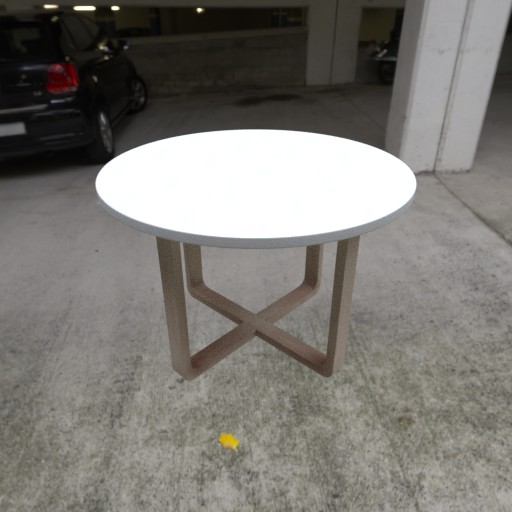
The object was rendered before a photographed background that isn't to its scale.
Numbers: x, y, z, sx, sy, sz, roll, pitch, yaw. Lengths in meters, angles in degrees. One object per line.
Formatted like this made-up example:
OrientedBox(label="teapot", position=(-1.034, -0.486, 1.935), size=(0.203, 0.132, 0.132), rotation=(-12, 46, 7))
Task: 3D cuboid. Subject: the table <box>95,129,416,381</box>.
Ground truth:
OrientedBox(label="table", position=(0.000, 0.000, 0.966), size=(0.600, 0.400, 0.600), rotation=(0, 30, 0))
